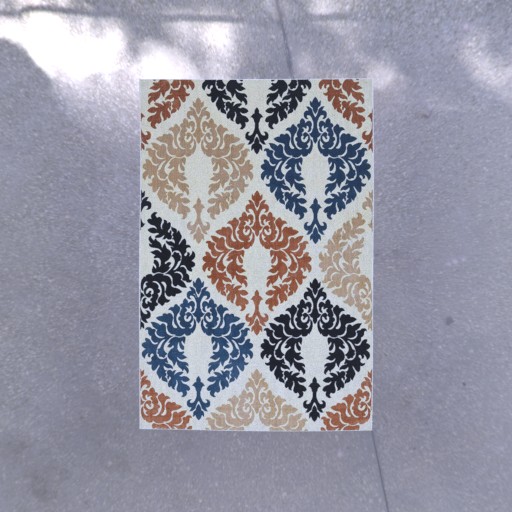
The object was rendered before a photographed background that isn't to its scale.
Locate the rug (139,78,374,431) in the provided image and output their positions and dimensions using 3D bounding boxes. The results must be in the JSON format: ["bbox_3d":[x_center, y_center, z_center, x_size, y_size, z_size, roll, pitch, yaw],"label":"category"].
[{"bbox_3d":[0.000,0.000,2.859,1.514,0.014,2.275,0,91,0],"label":"rug"}]
